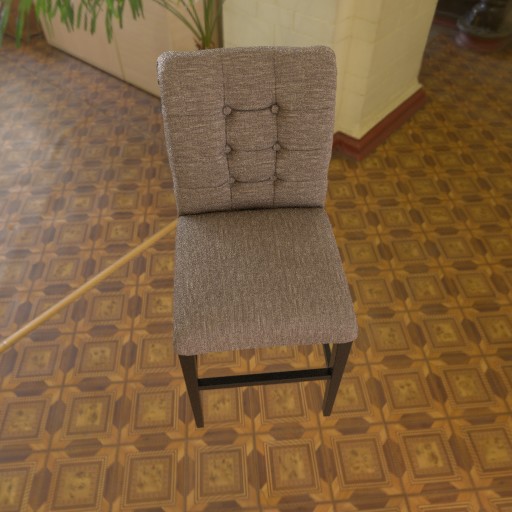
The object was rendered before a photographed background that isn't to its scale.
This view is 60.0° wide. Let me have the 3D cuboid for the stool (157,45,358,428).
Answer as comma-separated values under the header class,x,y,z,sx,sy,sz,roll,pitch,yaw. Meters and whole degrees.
class,x,y,z,sx,sy,sz,roll,pitch,yaw
stool,0.000,0.000,1.285,0.457,0.970,0.611,-4,48,-3
